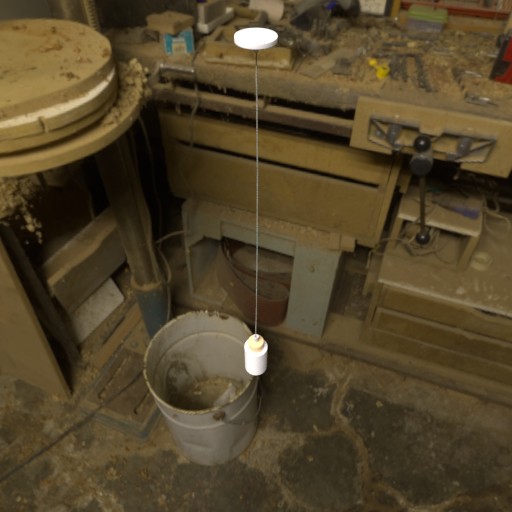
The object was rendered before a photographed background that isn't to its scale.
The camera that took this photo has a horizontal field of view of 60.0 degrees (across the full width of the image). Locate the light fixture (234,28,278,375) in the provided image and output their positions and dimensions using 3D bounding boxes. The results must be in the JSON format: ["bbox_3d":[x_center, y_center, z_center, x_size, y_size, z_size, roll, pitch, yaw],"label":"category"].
[{"bbox_3d":[0.000,0.000,1.905,0.125,1.798,0.125,16,48,15],"label":"light fixture"}]
